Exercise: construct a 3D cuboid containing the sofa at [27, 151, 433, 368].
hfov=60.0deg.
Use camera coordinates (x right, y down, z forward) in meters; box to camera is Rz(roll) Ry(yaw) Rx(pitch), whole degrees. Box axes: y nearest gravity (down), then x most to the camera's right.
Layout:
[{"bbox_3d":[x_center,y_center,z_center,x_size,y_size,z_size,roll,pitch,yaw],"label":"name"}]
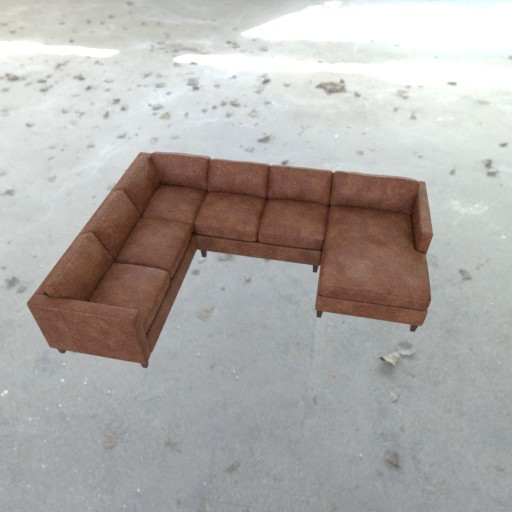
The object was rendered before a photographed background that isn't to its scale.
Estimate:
[{"bbox_3d":[0.000,0.000,4.425,3.324,0.888,2.452,8,44,8],"label":"sofa"}]
